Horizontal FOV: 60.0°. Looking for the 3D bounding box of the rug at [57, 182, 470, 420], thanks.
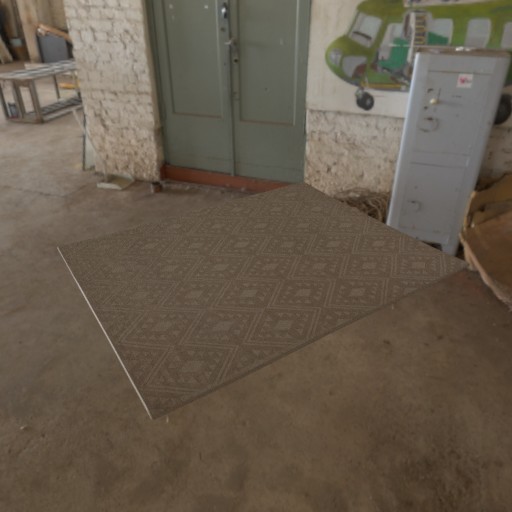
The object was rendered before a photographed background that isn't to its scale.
[{"bbox_3d":[0.000,0.000,4.114,3.011,0.054,2.399,-19,36,-28],"label":"rug"}]
